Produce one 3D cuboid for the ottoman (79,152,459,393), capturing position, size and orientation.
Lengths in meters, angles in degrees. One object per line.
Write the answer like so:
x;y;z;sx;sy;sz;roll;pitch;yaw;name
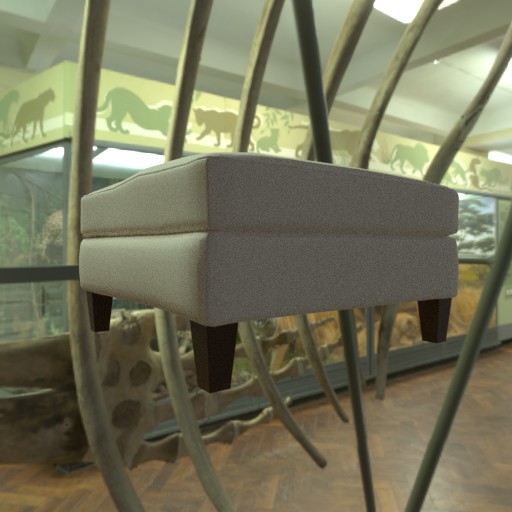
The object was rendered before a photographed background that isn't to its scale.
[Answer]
0.000;0.000;1.332;0.838;0.479;0.838;-1;1;-36;ottoman
